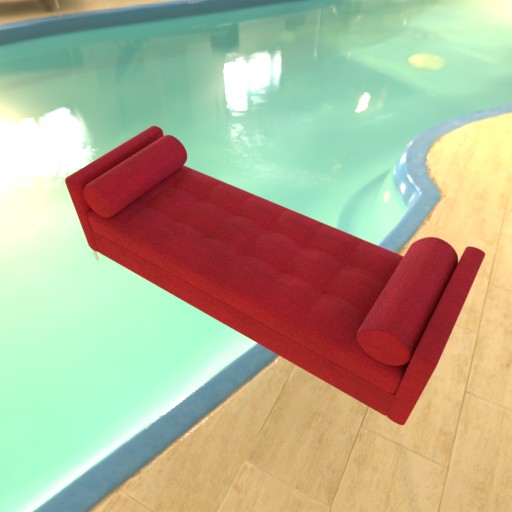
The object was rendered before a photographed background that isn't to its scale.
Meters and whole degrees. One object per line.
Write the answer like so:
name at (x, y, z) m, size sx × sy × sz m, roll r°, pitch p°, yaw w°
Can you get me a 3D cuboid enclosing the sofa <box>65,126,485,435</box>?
sofa at (0.000, 0.000, 2.341) m, size 1.981 × 0.635 × 0.686 m, roll 26°, pitch 51°, yaw 23°
